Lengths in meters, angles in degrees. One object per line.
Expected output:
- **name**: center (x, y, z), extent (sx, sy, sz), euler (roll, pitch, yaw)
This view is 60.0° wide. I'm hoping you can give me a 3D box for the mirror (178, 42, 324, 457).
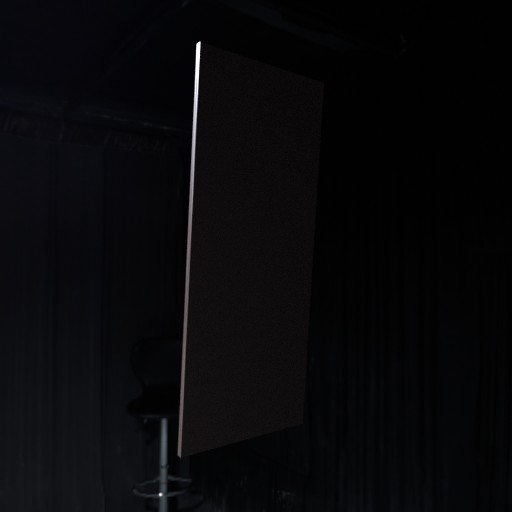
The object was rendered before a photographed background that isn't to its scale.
- **mirror**: center (0.000, 0.000, 2.404), extent (0.812, 2.020, 0.221), euler (1, -1, -36)
